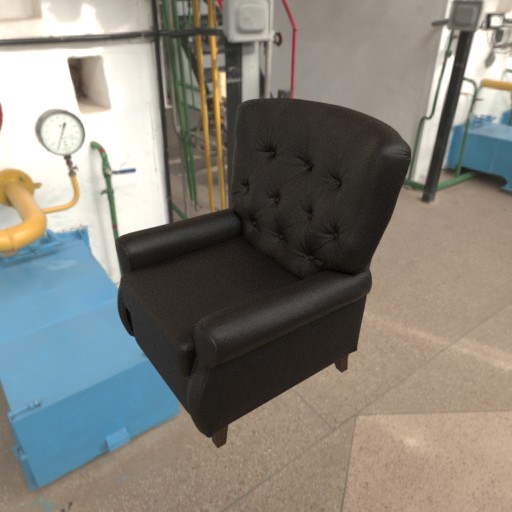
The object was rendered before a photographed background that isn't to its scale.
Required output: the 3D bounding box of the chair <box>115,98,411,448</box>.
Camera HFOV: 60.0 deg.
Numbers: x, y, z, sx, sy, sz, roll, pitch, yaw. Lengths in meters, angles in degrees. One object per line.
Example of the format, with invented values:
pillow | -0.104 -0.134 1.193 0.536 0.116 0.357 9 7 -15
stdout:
chair | 0.000 0.000 1.917 1.058 1.158 0.948 -20 36 -30
